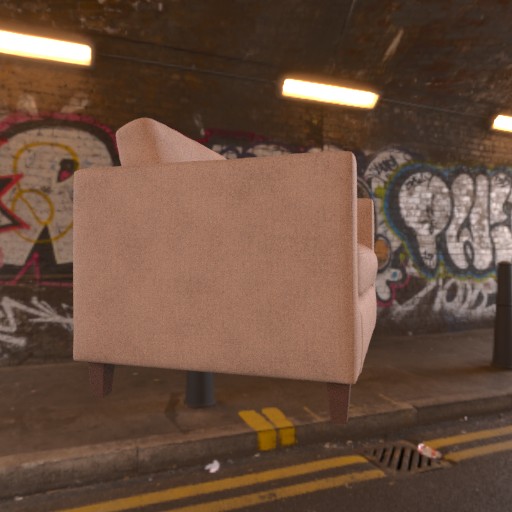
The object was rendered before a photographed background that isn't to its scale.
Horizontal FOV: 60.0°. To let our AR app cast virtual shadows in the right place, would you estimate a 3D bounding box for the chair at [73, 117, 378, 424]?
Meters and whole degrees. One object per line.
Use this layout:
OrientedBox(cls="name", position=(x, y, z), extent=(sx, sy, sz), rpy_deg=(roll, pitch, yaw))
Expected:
OrientedBox(cls="chair", position=(0.000, 0.000, 1.846), extent=(0.959, 0.961, 1.133), rpy_deg=(0, 0, 17))
